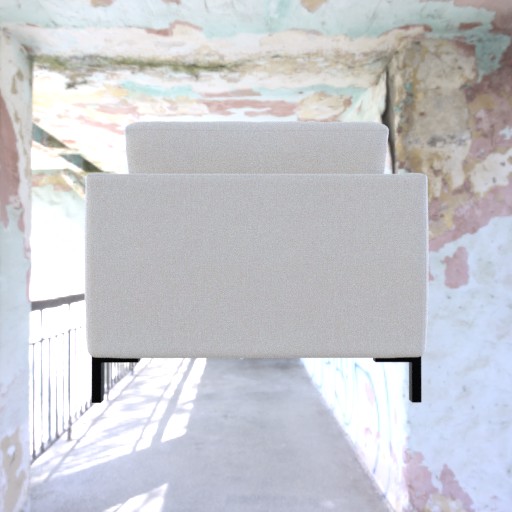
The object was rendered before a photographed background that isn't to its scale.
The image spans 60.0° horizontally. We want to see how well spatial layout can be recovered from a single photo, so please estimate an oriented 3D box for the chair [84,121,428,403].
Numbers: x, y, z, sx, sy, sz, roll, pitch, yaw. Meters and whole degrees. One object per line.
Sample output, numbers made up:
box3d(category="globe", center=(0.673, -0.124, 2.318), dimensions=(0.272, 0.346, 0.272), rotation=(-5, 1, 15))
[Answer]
box3d(category="chair", center=(0.000, 0.000, 1.625), dimensions=(0.964, 0.806, 0.875), rotation=(0, -1, 0))
